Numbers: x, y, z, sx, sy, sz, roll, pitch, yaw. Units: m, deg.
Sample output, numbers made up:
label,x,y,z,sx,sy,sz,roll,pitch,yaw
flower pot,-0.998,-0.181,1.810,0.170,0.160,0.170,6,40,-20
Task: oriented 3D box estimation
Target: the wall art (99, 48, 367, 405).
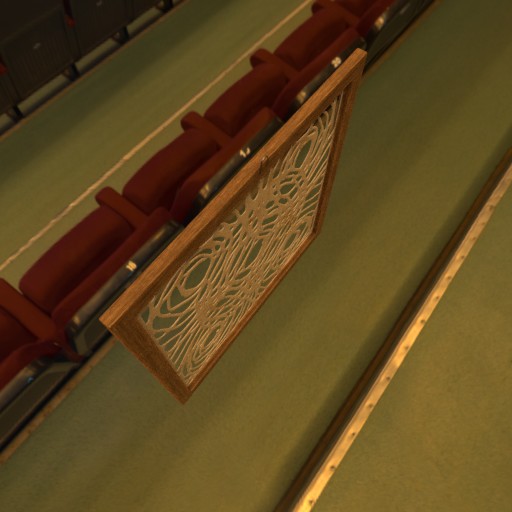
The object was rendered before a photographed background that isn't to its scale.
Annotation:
label,x,y,z,sx,sy,sz,roll,pitch,yaw
wall art,0.000,0.000,0.838,0.021,0.576,0.561,34,68,16
